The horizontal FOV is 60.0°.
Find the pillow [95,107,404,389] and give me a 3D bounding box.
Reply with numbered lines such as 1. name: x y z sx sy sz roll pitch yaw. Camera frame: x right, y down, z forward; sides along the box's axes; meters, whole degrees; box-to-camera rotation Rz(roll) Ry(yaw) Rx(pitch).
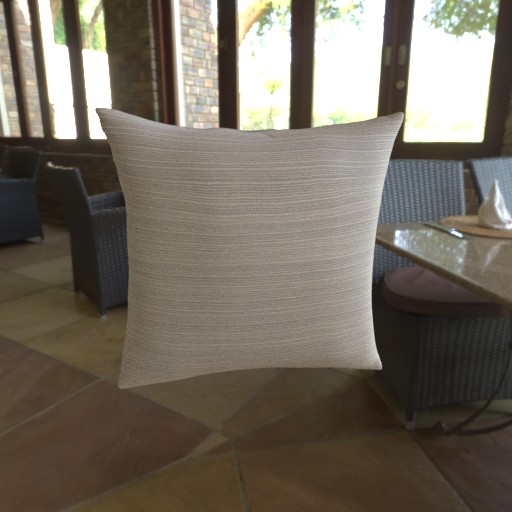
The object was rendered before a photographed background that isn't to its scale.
1. pillow: 0.000 0.000 0.784 0.512 0.497 0.204 -2 16 -8
